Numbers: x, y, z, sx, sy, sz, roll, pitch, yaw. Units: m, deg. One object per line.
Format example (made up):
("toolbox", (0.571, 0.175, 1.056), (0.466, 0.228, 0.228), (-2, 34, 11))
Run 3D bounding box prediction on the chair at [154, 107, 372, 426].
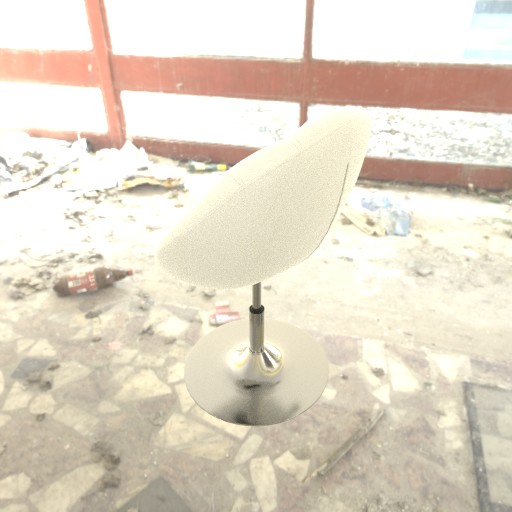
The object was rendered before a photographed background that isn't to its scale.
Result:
("chair", (0.000, 0.000, 1.846), (0.736, 1.261, 0.940), (21, 37, 30))
